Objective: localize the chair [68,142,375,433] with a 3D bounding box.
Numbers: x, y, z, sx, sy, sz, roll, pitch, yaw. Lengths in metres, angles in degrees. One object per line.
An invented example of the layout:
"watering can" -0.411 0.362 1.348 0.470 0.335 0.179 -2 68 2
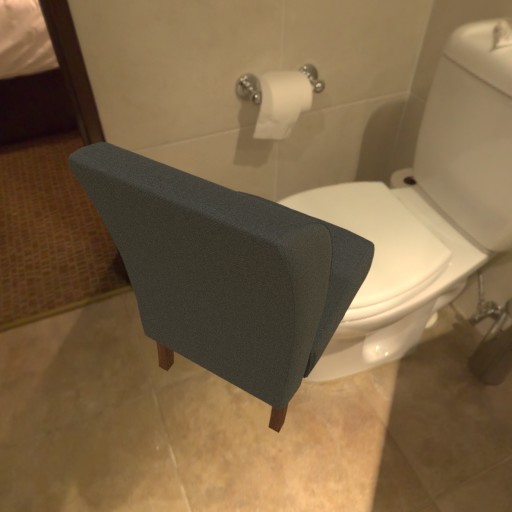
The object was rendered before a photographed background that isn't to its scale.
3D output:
"chair" 0.000 0.000 1.168 0.513 0.804 0.592 22 50 20
